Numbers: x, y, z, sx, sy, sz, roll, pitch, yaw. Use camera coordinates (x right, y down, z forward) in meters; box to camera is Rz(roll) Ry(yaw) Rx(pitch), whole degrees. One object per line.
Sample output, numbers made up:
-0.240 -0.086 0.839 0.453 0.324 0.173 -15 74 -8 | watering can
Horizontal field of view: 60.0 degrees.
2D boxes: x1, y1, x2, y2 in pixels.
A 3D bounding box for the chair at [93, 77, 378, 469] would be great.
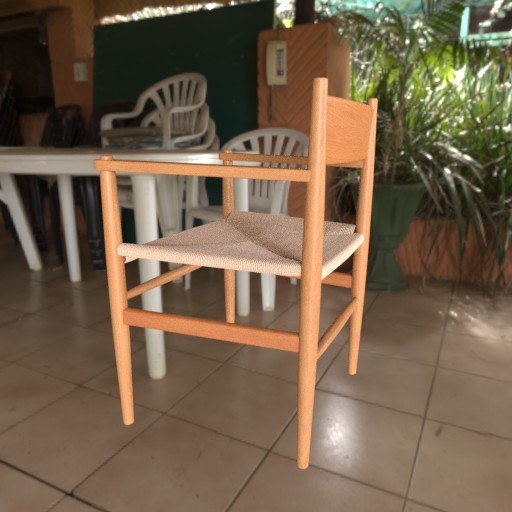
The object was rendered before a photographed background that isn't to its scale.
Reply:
0.000 0.000 1.109 0.495 0.762 0.556 7 16 25 | chair
